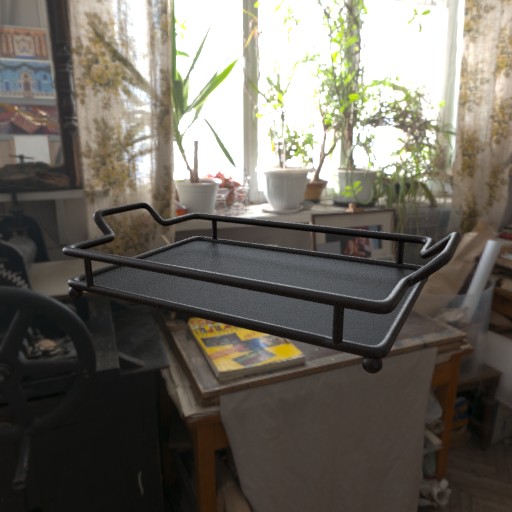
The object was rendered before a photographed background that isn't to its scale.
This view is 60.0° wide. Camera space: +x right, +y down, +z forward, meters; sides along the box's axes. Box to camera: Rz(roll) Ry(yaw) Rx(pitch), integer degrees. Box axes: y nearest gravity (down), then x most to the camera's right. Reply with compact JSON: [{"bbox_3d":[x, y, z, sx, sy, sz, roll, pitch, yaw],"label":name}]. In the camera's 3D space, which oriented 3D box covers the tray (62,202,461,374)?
[{"bbox_3d":[0.000,0.000,0.605,0.495,0.101,0.297,8,18,27],"label":"tray"}]
